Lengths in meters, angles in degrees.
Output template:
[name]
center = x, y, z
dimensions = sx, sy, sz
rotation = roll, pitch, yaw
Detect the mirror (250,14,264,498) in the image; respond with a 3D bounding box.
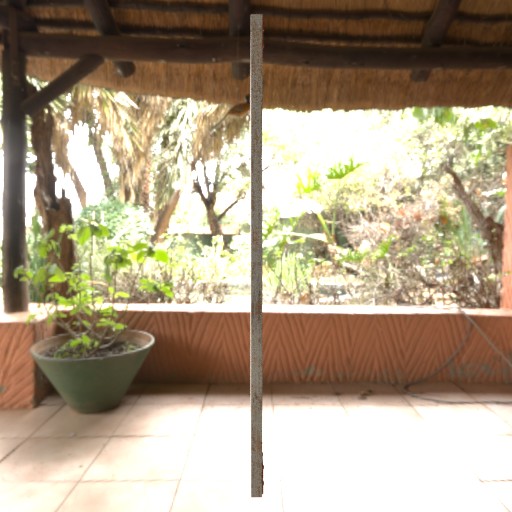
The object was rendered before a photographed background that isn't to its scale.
[mirror]
center = 0.000, 0.000, 1.081
dimensions = 0.027, 0.922, 0.472
rotation = 0, 1, -1
